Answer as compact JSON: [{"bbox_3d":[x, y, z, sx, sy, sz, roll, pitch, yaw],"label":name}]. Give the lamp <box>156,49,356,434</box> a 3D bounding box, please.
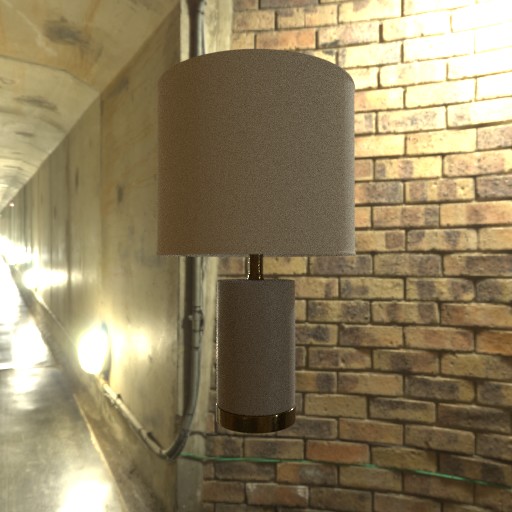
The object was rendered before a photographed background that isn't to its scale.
[{"bbox_3d":[0.000,0.000,0.521,0.229,0.380,0.229,0,-1,0],"label":"lamp"}]
